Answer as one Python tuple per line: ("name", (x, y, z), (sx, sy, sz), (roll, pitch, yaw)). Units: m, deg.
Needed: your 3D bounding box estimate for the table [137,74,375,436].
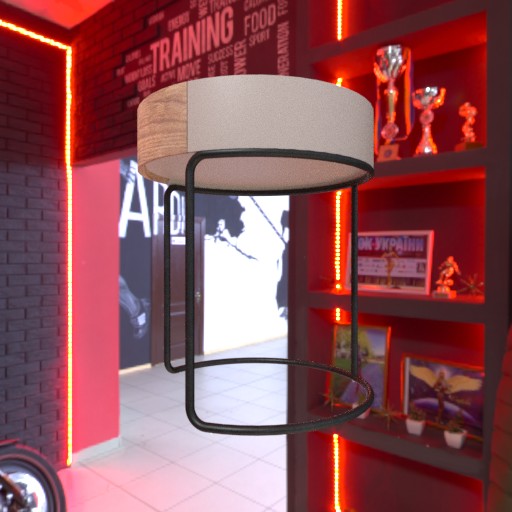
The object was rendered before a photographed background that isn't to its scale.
("table", (0.000, 0.000, 0.870), (0.450, 0.530, 0.450), (0, 0, 0))
